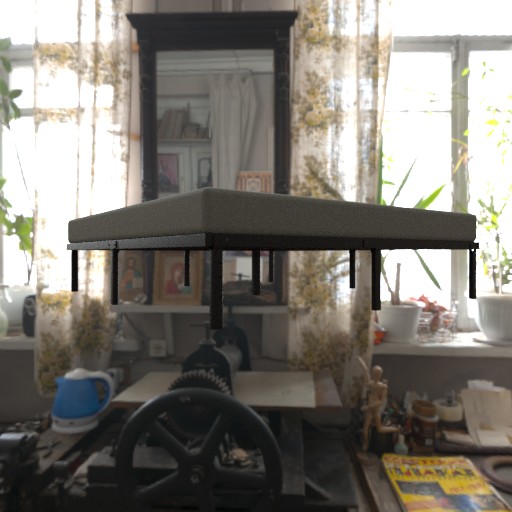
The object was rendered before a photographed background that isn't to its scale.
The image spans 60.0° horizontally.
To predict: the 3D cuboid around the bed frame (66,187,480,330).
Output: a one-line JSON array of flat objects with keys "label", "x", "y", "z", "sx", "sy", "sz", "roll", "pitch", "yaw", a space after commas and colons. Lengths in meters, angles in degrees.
[{"label": "bed frame", "x": 0.000, "y": 0.000, "z": 3.863, "sx": 2.526, "sy": 0.680, "sz": 2.635, "roll": 0, "pitch": 0, "yaw": -36}]
